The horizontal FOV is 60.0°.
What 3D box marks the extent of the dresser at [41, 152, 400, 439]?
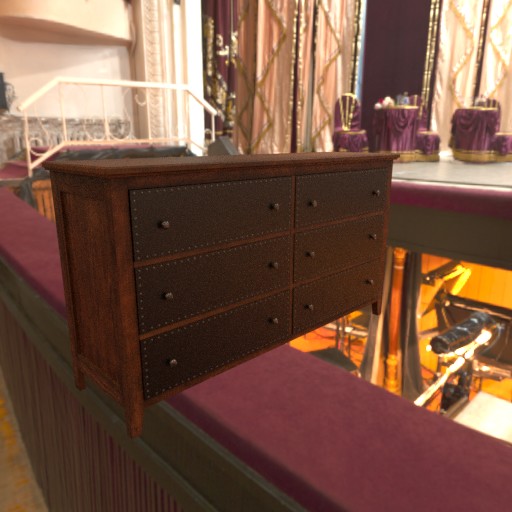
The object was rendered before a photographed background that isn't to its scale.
[{"bbox_3d":[0.000,0.000,1.951,1.551,0.856,0.463,-14,20,-42],"label":"dresser"}]
